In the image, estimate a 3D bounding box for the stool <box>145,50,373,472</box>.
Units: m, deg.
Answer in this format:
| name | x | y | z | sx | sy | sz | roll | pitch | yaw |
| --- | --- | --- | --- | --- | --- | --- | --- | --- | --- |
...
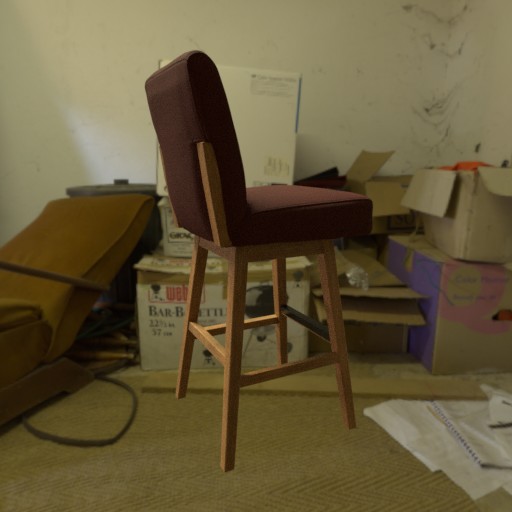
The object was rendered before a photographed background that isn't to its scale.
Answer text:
| name | x | y | z | sx | sy | sz | roll | pitch | yaw |
| --- | --- | --- | --- | --- | --- | --- | --- | --- | --- |
| stool | 0.000 | 0.000 | 1.396 | 0.562 | 1.093 | 0.468 | -6 | 14 | -26 |
